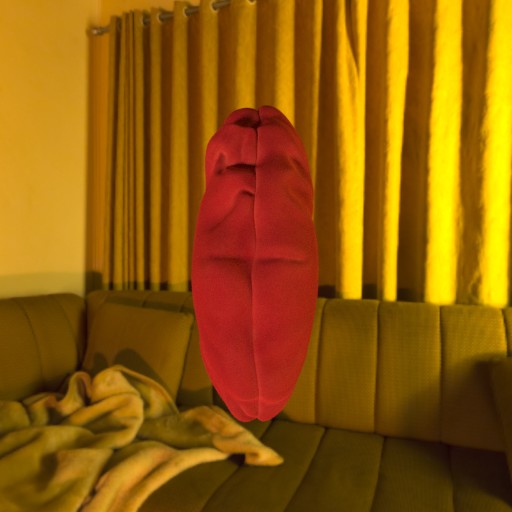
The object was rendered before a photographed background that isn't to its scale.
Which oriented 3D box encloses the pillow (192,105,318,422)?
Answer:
[{"bbox_3d":[0.000,0.000,0.639,0.148,0.407,0.428,0,1,0],"label":"pillow"}]
